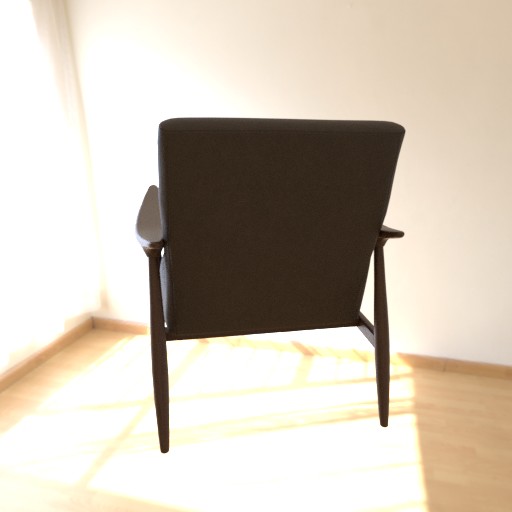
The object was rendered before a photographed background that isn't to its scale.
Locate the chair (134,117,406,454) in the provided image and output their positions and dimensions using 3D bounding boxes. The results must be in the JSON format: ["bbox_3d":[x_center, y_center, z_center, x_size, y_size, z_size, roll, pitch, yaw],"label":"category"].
[{"bbox_3d":[0.000,0.000,1.432,0.741,0.831,0.798,-3,16,-10],"label":"chair"}]
